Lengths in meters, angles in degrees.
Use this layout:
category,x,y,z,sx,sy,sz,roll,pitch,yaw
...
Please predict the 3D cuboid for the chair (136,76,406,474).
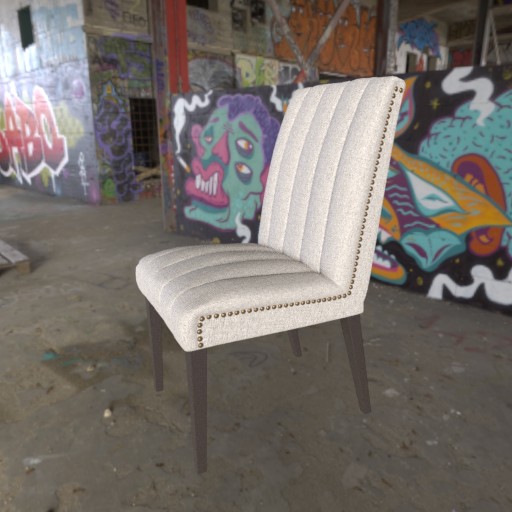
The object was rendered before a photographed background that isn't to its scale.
category,x,y,z,sx,sy,sz,roll,pitch,yaw
chair,0.000,0.000,1.348,0.647,1.016,0.511,-8,17,-26
